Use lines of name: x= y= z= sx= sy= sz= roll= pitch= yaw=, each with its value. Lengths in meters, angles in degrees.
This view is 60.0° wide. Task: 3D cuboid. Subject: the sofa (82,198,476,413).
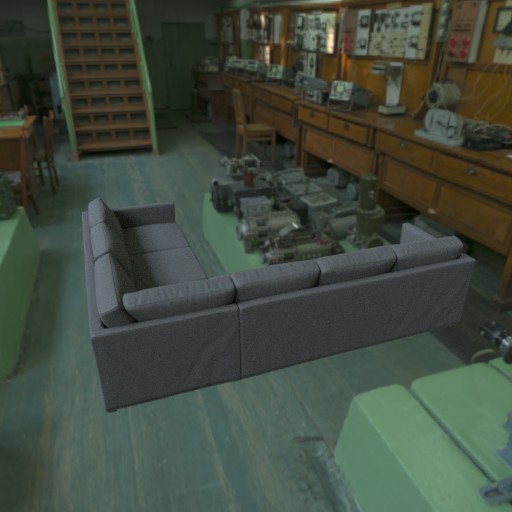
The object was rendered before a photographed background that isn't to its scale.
sofa: x=0.000 y=0.000 z=4.451 sx=3.182 sy=0.871 sz=2.432 roll=-10 pitch=28 yaw=-18
